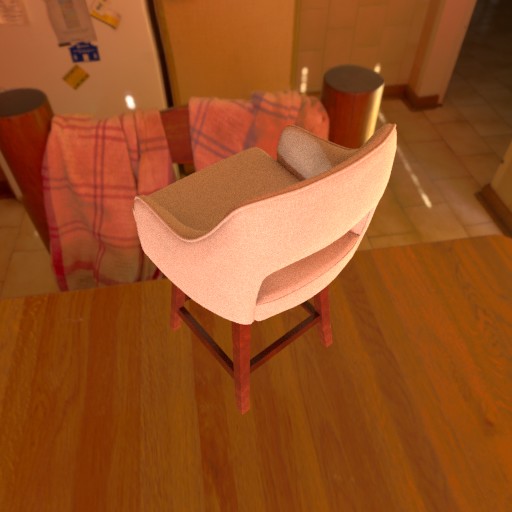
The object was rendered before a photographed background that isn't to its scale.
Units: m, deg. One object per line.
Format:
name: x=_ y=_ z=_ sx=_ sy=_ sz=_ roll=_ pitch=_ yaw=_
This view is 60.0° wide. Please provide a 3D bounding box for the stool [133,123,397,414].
stool: x=0.000 y=0.000 z=1.290 sx=0.550 sy=0.936 sz=0.560 roll=-31 pitch=55 yaw=-25
